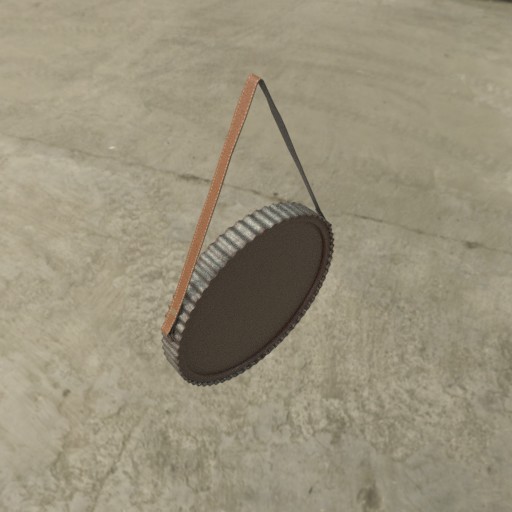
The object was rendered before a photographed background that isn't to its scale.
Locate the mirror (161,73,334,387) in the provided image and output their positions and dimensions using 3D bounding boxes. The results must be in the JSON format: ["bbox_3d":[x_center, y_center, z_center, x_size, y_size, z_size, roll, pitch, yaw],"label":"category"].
[{"bbox_3d":[0.000,0.000,0.686,0.355,0.568,0.042,-33,55,-27],"label":"mirror"}]
